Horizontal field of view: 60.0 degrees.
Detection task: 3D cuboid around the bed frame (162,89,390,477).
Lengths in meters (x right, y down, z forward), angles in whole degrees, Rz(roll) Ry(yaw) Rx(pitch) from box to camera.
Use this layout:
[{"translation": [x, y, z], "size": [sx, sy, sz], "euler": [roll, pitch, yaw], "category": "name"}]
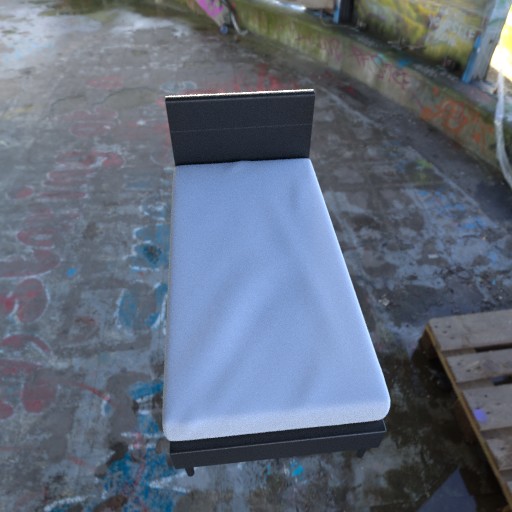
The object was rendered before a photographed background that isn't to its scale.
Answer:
[{"translation": [0.000, 0.000, 2.509], "size": [1.038, 1.046, 2.152], "euler": [-4, 46, -4], "category": "bed frame"}]
